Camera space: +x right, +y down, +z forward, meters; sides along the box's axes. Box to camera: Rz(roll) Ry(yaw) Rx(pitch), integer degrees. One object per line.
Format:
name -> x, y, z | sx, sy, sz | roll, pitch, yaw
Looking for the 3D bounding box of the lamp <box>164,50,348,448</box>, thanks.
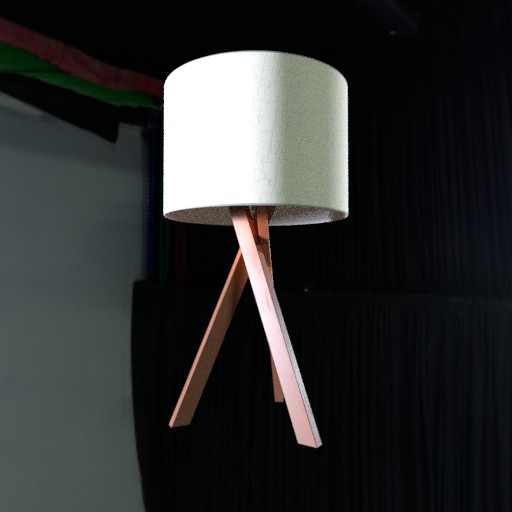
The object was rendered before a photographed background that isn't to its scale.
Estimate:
lamp -> 0.000, 0.000, 0.931 | 0.380, 0.686, 0.380 | -1, -2, 35
